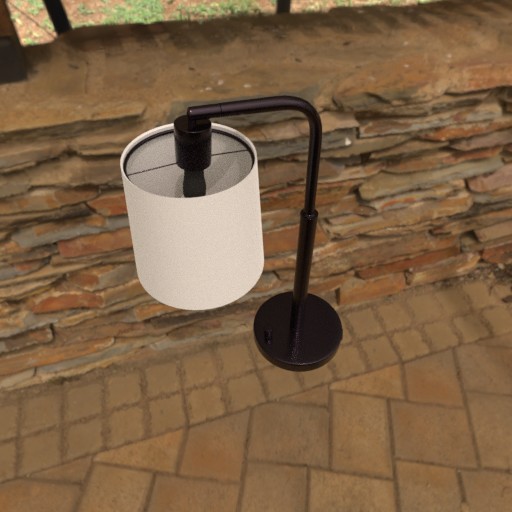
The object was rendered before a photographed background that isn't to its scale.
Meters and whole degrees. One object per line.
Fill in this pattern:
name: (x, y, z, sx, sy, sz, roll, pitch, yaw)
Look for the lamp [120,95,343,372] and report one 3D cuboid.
lamp: (0.000, 0.000, 0.642, 0.333, 0.489, 0.171, -16, 48, -15)
